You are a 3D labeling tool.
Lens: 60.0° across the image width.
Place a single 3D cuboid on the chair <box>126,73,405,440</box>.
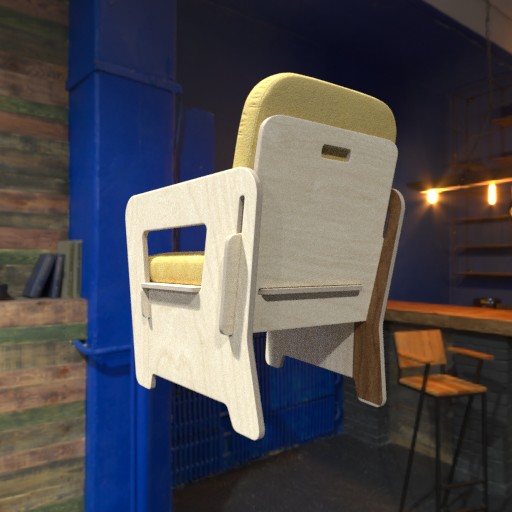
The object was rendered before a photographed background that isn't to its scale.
[{"bbox_3d":[0.000,0.000,1.305,0.590,0.800,0.710,1,-1,-34],"label":"chair"}]
